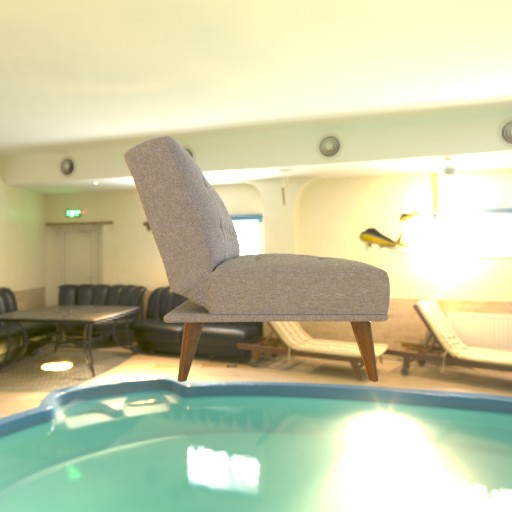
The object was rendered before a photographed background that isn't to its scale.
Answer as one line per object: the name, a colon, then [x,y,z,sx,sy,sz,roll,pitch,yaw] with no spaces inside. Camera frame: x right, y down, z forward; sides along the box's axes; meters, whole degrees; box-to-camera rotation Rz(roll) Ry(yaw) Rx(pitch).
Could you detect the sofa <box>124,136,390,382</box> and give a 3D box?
sofa: [0.000,0.000,2.313,0.860,0.810,1.800,0,0,0]
